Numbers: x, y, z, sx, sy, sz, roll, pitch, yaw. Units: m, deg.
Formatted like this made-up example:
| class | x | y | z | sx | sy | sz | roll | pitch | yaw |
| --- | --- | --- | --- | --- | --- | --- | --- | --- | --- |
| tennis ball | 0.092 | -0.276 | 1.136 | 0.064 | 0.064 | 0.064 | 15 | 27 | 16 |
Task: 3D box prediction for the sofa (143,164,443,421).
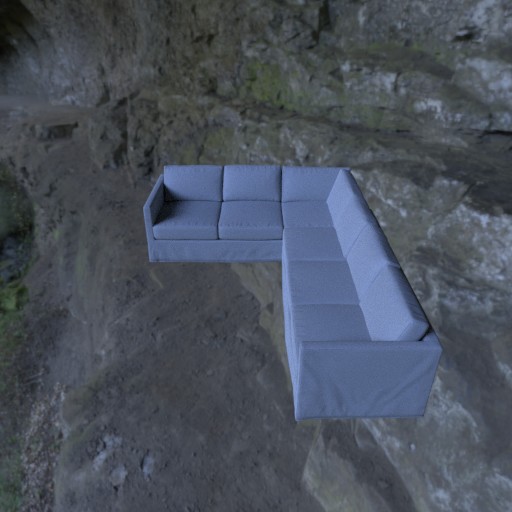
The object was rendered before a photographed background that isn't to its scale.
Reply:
| class | x | y | z | sx | sy | sz | roll | pitch | yaw |
| --- | --- | --- | --- | --- | --- | --- | --- | --- | --- |
| sofa | 0.000 | 0.000 | 4.328 | 2.432 | 0.871 | 3.182 | 0 | 31 | 0 |
